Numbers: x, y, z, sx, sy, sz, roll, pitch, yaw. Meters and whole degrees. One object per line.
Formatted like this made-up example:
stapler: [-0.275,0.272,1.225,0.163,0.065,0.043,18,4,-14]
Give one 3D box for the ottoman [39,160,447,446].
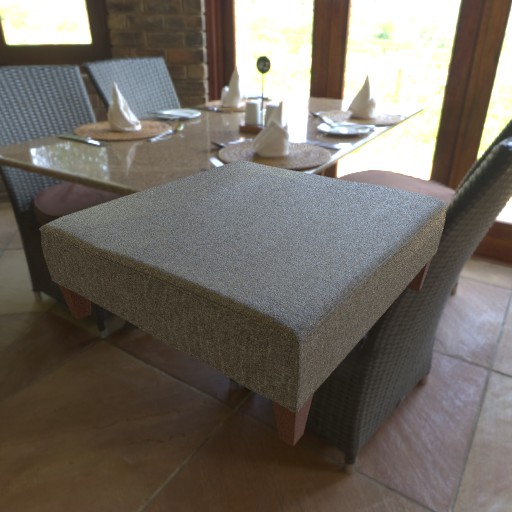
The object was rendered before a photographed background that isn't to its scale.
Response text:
ottoman: [0.000,0.000,1.545,0.981,0.379,1.016,19,32,32]
